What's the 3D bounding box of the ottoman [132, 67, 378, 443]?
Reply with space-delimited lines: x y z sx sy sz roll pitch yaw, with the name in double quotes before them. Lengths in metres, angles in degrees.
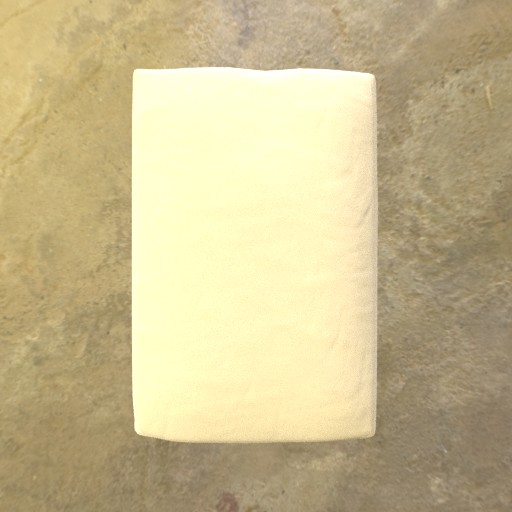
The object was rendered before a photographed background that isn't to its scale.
"ottoman" 0.000 0.000 1.175 0.590 0.444 0.872 0 90 -1
